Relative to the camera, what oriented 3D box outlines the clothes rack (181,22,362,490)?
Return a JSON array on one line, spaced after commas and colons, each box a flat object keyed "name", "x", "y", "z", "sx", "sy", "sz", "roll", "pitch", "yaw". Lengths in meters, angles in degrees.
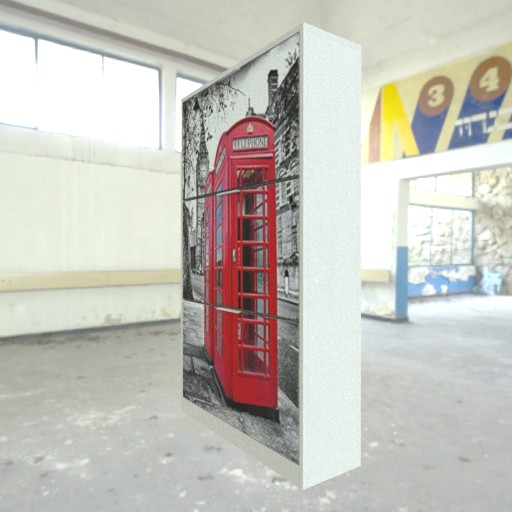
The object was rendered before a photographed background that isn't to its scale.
[{"name": "clothes rack", "x": 0.000, "y": 0.000, "z": 1.581, "sx": 0.250, "sy": 1.280, "sz": 0.750, "roll": 0, "pitch": 1, "yaw": -36}]
